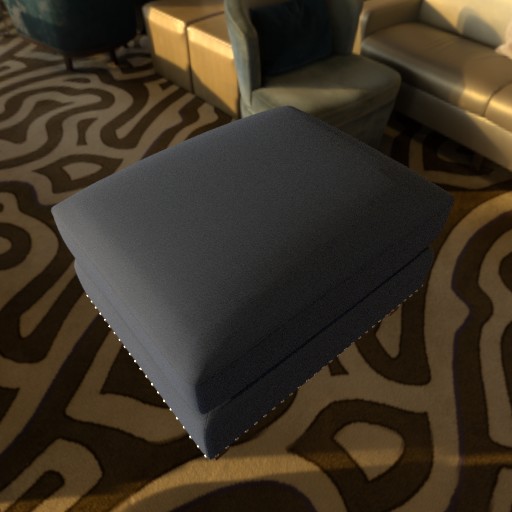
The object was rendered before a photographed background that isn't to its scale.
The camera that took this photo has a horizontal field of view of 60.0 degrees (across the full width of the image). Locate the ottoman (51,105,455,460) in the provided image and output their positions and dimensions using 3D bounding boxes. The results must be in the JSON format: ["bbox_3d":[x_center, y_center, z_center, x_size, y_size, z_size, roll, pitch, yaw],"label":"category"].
[{"bbox_3d":[0.000,0.000,1.124,0.741,0.513,0.584,-31,54,-26],"label":"ottoman"}]
